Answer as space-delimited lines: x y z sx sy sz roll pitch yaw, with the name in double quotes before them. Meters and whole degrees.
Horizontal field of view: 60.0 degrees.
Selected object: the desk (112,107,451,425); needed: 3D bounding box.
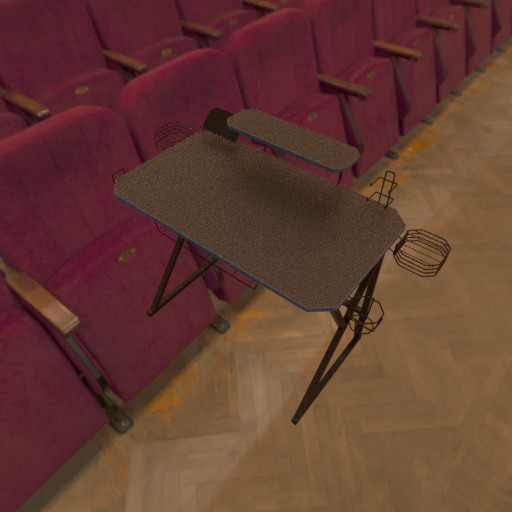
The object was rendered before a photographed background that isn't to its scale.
"desk" 0.000 0.000 1.805 1.295 0.909 0.594 30 52 26
